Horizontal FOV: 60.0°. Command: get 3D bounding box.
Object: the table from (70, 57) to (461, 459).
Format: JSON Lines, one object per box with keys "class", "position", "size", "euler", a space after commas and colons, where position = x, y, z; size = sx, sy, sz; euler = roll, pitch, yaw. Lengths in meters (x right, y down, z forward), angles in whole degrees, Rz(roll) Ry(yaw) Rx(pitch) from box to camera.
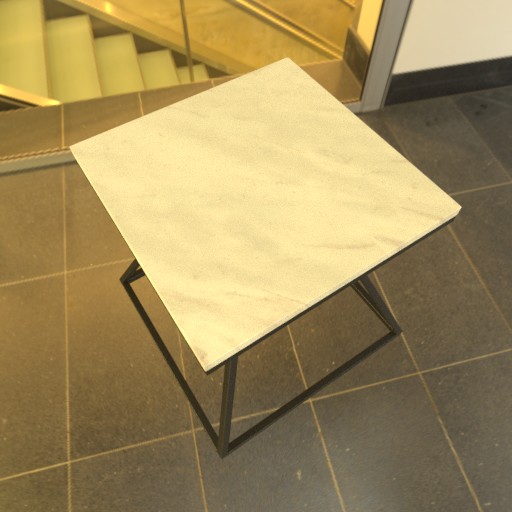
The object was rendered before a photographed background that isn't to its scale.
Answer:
{"class": "table", "position": [0.000, 0.000, 0.816], "size": [0.455, 0.431, 0.455], "euler": [-29, 62, -17]}
